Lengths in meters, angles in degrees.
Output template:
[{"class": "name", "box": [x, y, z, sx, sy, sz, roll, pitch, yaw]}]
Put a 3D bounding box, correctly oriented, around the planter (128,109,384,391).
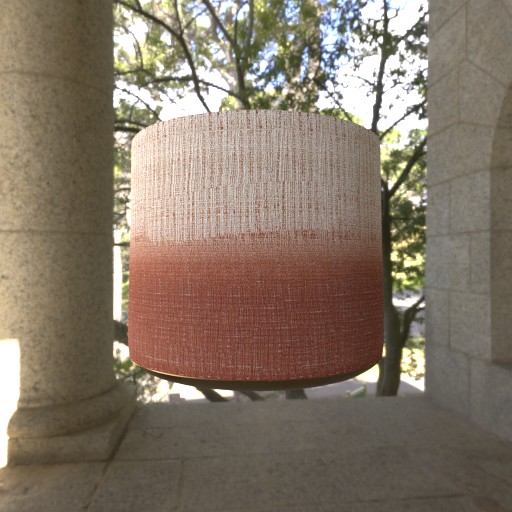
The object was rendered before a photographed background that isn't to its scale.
[{"class": "planter", "box": [0.000, 0.000, 0.459, 0.254, 0.221, 0.254, 0, -1, 0]}]
